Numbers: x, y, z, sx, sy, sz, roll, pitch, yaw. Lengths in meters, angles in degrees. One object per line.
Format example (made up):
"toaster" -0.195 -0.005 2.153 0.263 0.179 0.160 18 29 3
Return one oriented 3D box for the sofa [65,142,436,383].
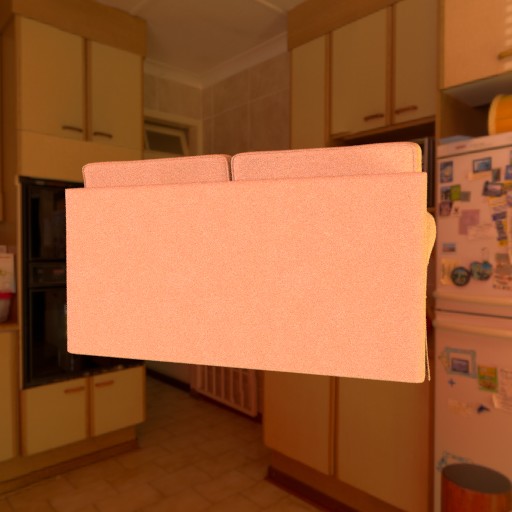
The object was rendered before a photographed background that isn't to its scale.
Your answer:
"sofa" 0.000 0.000 2.358 1.727 0.940 0.991 0 1 17
